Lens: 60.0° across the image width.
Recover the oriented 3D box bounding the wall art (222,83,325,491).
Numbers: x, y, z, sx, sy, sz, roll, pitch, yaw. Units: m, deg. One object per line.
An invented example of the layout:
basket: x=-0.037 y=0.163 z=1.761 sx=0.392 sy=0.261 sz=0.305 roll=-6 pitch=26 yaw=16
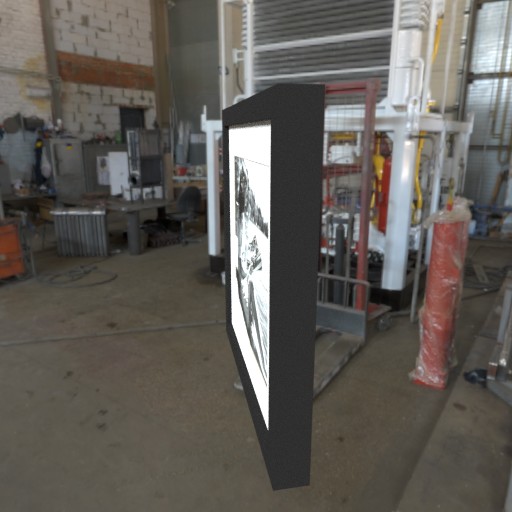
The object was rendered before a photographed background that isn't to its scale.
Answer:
wall art: x=0.000 y=0.000 z=0.463 sx=0.030 sy=0.305 sz=0.308 roll=-3 pitch=15 yaw=-10
